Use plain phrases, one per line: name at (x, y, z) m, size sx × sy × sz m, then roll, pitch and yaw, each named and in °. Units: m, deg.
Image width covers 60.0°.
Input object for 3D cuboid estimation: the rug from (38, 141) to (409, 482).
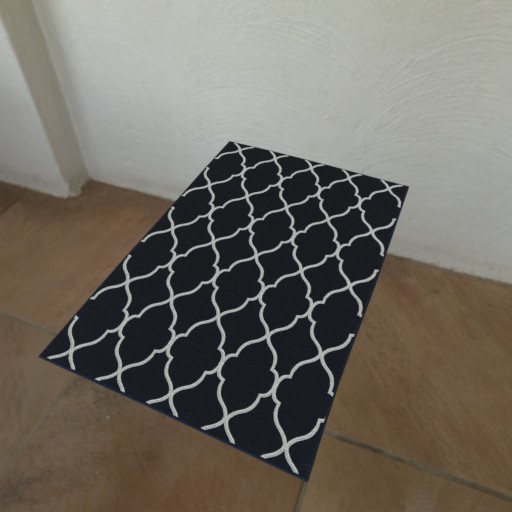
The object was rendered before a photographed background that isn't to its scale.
rug at (0.000, 0.000, 2.854) m, size 1.526 × 0.014 × 2.290 m, roll 18°, pitch 49°, yaw 16°
